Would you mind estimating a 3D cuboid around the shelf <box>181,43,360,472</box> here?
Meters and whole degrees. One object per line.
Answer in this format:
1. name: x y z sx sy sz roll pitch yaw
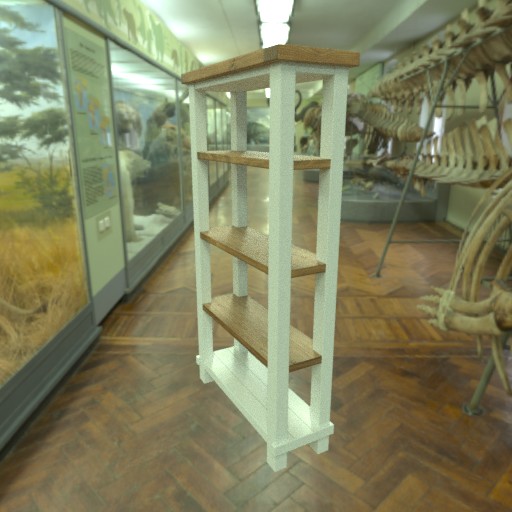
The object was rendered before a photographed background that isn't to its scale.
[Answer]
1. shelf: 0.000 0.000 2.351 0.381 1.878 1.022 -9 18 -28
